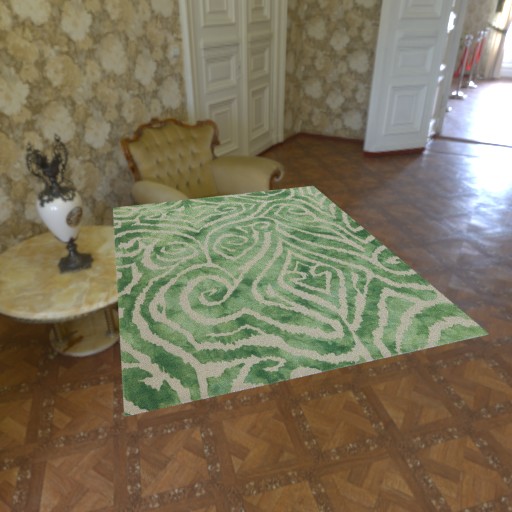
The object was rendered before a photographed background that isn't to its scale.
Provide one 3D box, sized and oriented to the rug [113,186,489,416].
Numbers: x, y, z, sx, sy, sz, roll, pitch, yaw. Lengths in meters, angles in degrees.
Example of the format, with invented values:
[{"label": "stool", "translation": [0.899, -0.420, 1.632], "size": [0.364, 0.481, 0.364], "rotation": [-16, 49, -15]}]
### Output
[{"label": "rug", "translation": [0.000, 0.000, 4.020], "size": [2.436, 0.007, 3.045], "rotation": [-8, 30, -15]}]
